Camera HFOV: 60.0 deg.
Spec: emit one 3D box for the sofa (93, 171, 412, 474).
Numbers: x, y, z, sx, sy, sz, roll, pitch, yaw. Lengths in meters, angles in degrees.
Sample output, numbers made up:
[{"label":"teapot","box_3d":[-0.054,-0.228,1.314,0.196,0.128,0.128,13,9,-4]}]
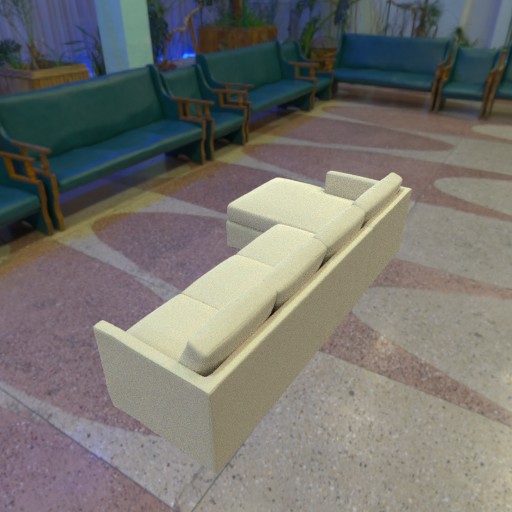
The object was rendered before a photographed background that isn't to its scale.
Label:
[{"label":"sofa","box_3d":[0.000,0.000,3.887,1.650,0.922,3.205,20,37,29]}]
